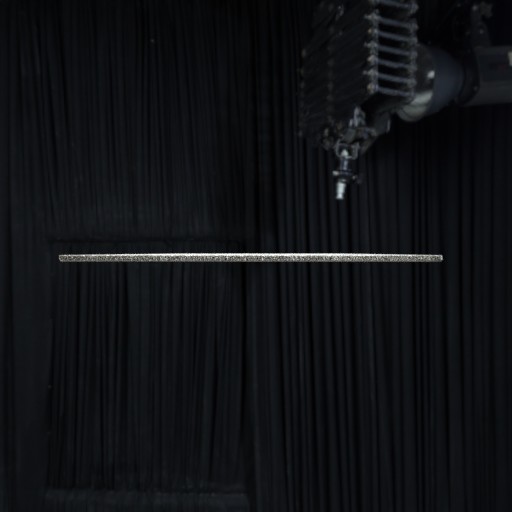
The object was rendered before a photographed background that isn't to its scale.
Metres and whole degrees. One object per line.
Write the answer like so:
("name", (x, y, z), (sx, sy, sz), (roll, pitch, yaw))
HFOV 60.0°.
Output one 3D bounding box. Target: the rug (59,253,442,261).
("rug", (0.000, 0.000, 2.891), (1.502, 0.025, 2.350), (0, 0, 1))
